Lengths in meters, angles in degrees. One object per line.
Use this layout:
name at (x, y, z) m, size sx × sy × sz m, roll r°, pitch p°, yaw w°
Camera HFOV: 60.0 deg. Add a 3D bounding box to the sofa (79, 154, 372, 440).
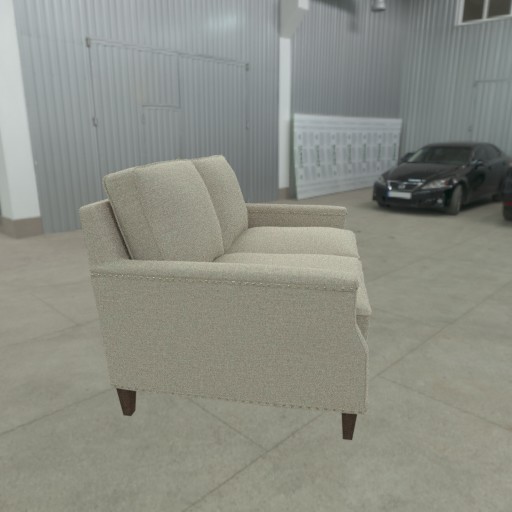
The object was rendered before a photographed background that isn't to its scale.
sofa at (0.000, 0.000, 2.319) m, size 1.084 × 1.003 × 1.597 m, roll 3°, pitch 15°, yaw 9°
